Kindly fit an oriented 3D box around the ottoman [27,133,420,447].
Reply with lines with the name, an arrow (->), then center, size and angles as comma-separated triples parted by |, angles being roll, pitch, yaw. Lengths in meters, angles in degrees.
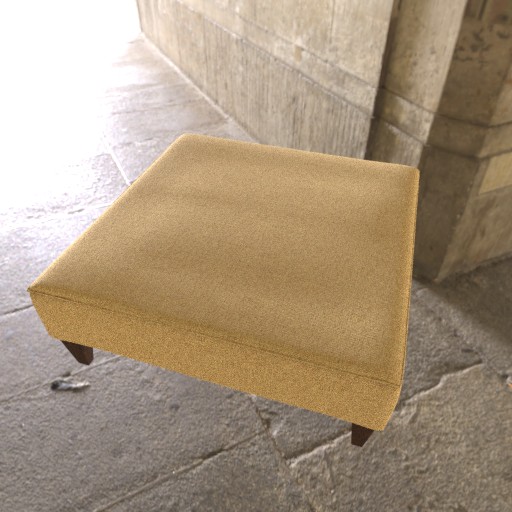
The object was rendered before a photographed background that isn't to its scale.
ottoman -> 0.000, 0.000, 1.493 | 0.970, 0.378, 0.981 | 12, 42, 13
